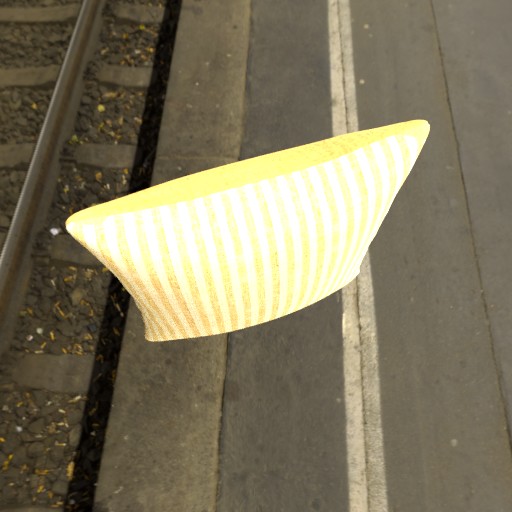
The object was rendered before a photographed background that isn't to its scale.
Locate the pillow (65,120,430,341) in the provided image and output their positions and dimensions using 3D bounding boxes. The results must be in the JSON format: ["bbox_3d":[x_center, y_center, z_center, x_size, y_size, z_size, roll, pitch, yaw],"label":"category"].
[{"bbox_3d":[0.000,0.000,0.652,0.419,0.407,0.173,-17,65,-8],"label":"pillow"}]
